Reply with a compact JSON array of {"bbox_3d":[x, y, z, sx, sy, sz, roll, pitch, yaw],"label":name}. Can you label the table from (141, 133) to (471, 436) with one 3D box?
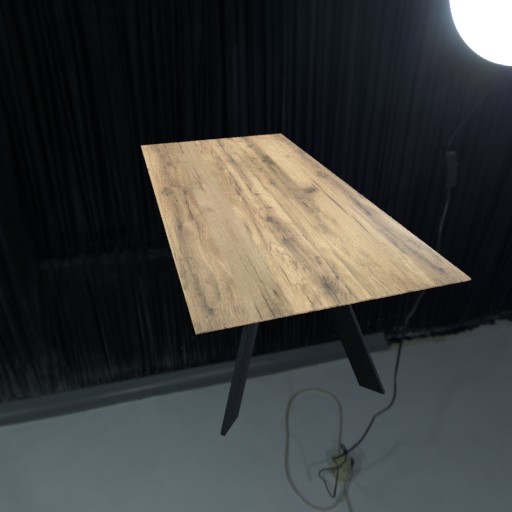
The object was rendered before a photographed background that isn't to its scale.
[{"bbox_3d":[0.000,0.000,2.484,1.000,0.770,2.000,-9,32,-15],"label":"table"}]
